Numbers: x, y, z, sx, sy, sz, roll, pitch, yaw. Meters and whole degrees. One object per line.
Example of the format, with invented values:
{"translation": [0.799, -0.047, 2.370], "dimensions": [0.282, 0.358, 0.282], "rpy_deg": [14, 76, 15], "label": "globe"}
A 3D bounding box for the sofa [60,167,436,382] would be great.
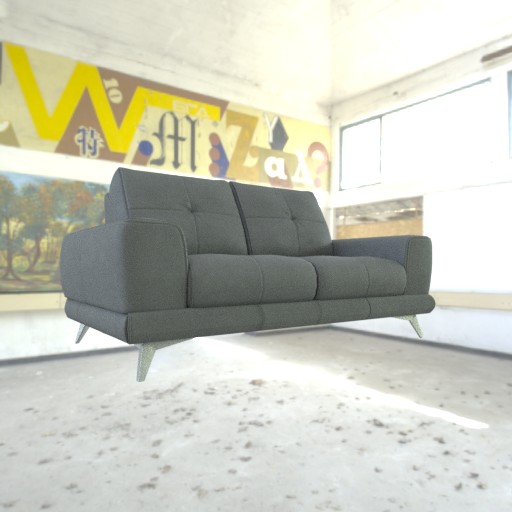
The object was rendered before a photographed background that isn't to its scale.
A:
{"translation": [0.000, 0.000, 2.386], "dimensions": [1.806, 0.907, 1.018], "rpy_deg": [1, -1, -35], "label": "sofa"}
